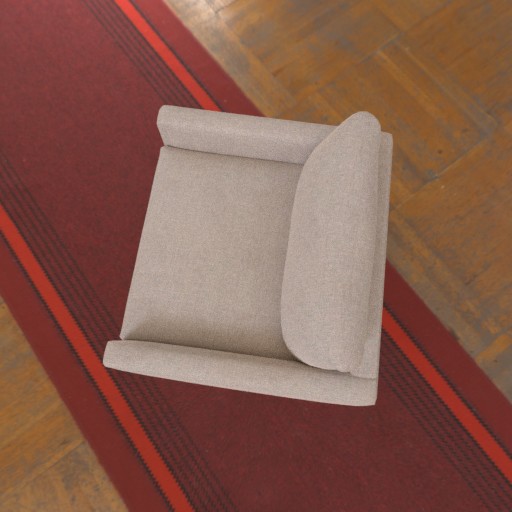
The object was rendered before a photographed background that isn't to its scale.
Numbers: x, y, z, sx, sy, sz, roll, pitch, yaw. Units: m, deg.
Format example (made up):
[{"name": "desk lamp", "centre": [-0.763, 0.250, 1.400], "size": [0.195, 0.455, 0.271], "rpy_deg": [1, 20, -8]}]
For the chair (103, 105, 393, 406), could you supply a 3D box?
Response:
[{"name": "chair", "centre": [0.000, 0.000, 1.651], "size": [0.866, 0.861, 0.963], "rpy_deg": [8, 75, 2]}]
